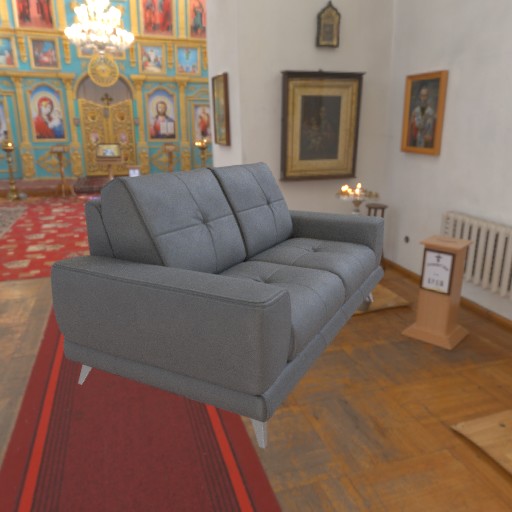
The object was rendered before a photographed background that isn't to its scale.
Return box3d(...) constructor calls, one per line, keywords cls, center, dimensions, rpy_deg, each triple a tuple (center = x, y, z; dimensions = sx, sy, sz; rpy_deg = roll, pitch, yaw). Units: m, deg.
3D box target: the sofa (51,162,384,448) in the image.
box3d(cls="sofa", center=(0.000, 0.000, 2.350), dimensions=(1.018, 0.907, 1.806), rpy_deg=(8, 17, 26))
